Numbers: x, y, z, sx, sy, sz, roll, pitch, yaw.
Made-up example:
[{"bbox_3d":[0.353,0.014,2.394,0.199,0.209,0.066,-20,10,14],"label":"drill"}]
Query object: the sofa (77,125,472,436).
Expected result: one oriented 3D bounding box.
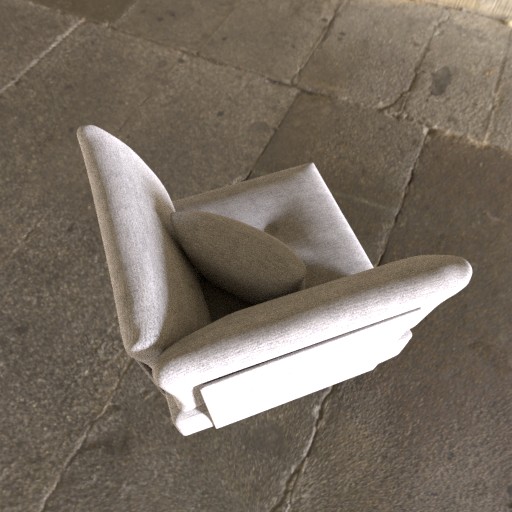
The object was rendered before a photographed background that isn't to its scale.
[{"bbox_3d":[0.000,0.000,1.735,1.000,0.820,1.000,-17,60,-10],"label":"sofa"}]
